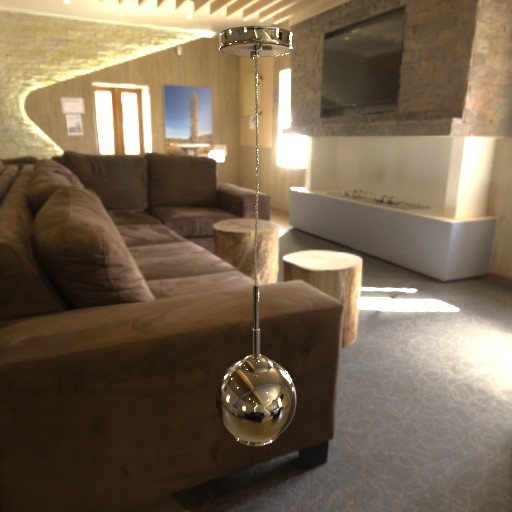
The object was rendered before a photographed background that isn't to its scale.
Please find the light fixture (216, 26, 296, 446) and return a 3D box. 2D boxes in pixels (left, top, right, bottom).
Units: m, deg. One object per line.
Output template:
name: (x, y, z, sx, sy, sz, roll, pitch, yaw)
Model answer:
light fixture: (0.000, 0.000, 1.689, 0.336, 1.538, 0.336, -2, 15, -9)
